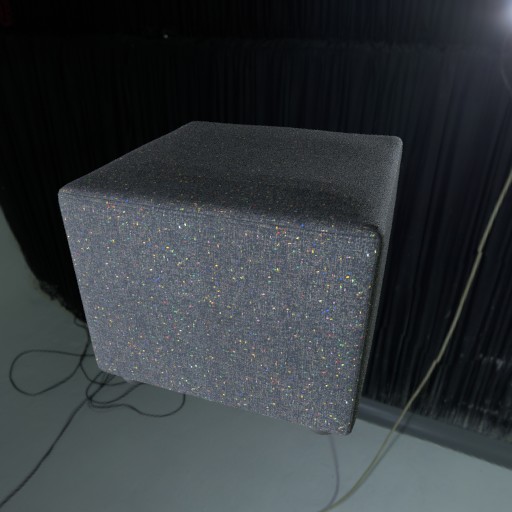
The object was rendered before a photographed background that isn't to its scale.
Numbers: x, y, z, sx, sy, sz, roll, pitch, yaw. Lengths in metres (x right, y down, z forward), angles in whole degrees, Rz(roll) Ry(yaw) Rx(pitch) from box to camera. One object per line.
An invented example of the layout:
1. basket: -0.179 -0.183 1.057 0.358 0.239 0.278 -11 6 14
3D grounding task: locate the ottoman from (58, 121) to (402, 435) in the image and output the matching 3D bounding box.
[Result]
1. ottoman: 0.000 0.000 0.910 0.508 0.432 0.508 9 31 16
